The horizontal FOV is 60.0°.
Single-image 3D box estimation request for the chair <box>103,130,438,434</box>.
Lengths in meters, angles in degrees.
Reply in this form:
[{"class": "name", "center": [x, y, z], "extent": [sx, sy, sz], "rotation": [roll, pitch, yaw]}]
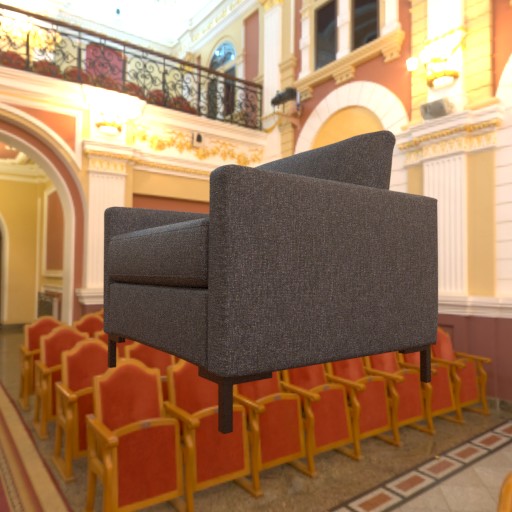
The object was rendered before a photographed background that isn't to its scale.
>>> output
[{"class": "chair", "center": [0.000, 0.000, 1.623], "extent": [0.866, 0.861, 0.963], "rotation": [1, -2, -35]}]
